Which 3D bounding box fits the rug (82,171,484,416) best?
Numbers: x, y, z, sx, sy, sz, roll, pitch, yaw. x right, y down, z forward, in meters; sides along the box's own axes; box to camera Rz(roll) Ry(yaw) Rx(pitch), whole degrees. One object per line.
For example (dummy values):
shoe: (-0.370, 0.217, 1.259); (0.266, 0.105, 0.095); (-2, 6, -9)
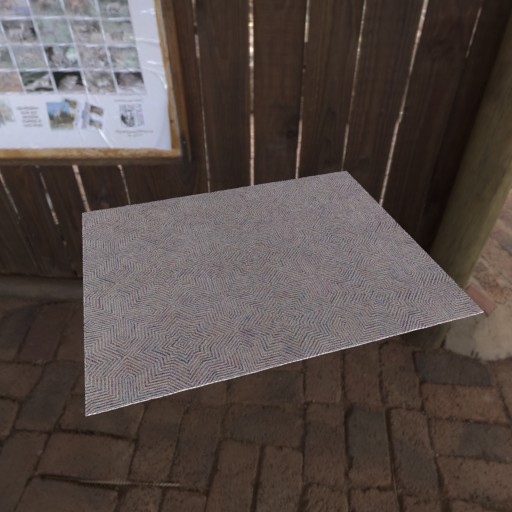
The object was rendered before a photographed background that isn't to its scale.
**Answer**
rug: (0.000, 0.000, 4.087); (3.046, 0.008, 2.442); (-11, 41, -13)
